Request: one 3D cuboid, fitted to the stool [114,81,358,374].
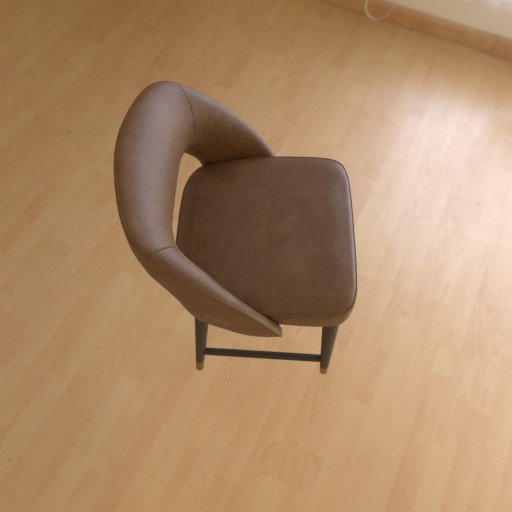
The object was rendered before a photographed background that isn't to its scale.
[{"bbox_3d":[0.000,0.000,1.217,0.509,0.940,0.494,1,65,1],"label":"stool"}]
